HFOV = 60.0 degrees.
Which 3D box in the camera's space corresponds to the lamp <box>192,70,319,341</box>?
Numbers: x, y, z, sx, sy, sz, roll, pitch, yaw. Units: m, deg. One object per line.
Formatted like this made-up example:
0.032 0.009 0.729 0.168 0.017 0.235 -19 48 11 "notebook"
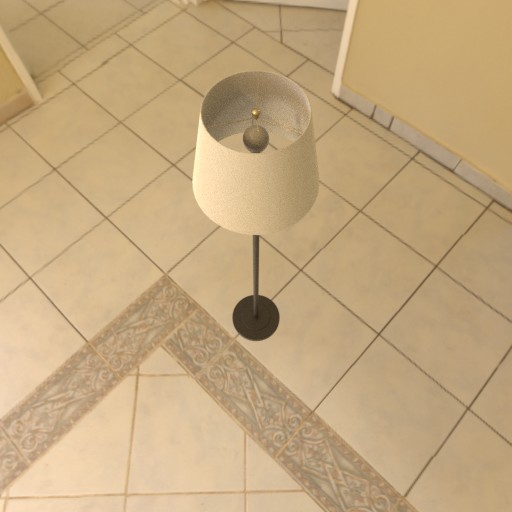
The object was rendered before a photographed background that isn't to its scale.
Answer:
0.000 0.000 1.644 0.348 1.473 0.348 31 68 14 "lamp"
